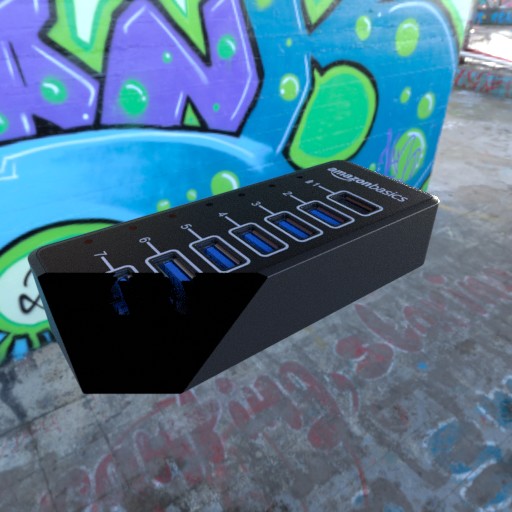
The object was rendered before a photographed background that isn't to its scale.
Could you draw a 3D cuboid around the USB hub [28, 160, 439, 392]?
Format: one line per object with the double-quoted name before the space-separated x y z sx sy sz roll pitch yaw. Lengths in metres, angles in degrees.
"USB hub" 0.000 0.000 0.127 0.110 0.023 0.044 -22 39 -30
